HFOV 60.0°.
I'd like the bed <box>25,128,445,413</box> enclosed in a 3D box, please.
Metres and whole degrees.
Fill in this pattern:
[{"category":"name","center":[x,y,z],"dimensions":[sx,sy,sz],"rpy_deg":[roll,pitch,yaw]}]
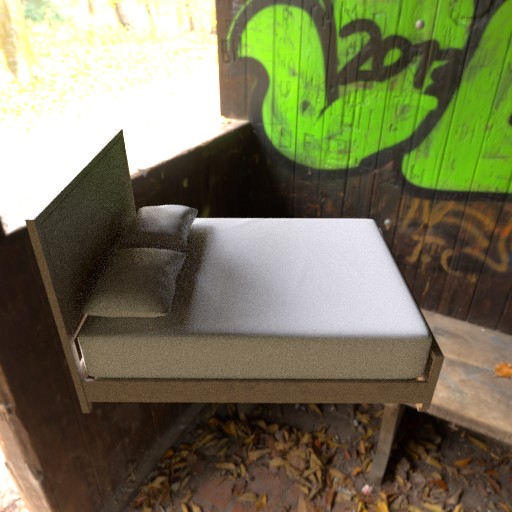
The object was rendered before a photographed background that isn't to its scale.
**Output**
[{"category":"bed","center":[0.000,0.000,3.143],"dimensions":[2.189,1.369,1.606],"rpy_deg":[0,31,0]}]
